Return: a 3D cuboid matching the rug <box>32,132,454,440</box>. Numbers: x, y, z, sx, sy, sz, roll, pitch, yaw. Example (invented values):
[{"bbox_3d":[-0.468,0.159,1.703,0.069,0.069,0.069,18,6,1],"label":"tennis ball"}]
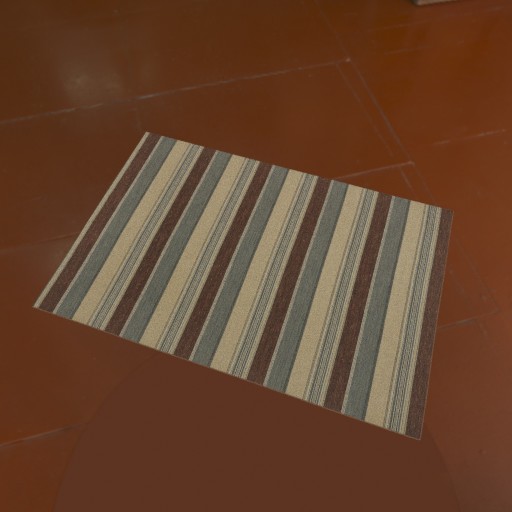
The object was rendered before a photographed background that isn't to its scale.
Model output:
[{"bbox_3d":[0.000,0.000,2.242,1.829,0.008,1.219,16,61,9],"label":"rug"}]
